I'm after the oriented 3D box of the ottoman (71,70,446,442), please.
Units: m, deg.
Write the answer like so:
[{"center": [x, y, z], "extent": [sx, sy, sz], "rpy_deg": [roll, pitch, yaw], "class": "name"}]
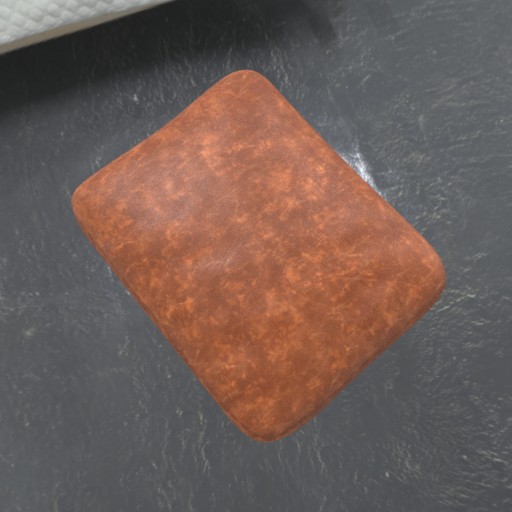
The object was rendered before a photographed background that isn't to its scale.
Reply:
[{"center": [0.000, 0.000, 1.284], "extent": [0.657, 0.562, 0.832], "rpy_deg": [-39, 78, -10], "class": "ottoman"}]
